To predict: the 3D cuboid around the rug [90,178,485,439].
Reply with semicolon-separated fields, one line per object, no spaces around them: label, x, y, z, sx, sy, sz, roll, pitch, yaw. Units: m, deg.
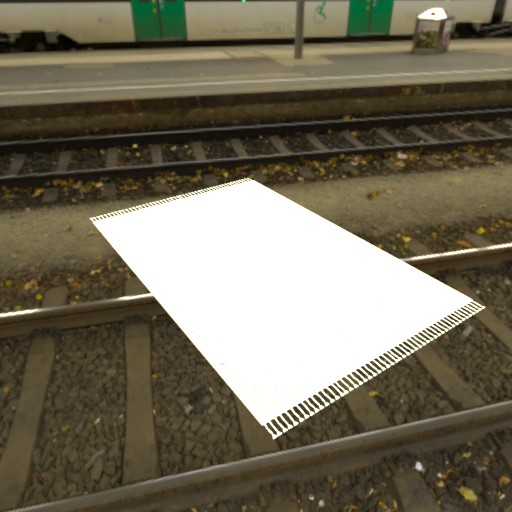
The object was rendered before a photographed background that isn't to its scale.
rug;0.000;0.000;3.035;1.524;0.010;2.438;-20;37;-29
